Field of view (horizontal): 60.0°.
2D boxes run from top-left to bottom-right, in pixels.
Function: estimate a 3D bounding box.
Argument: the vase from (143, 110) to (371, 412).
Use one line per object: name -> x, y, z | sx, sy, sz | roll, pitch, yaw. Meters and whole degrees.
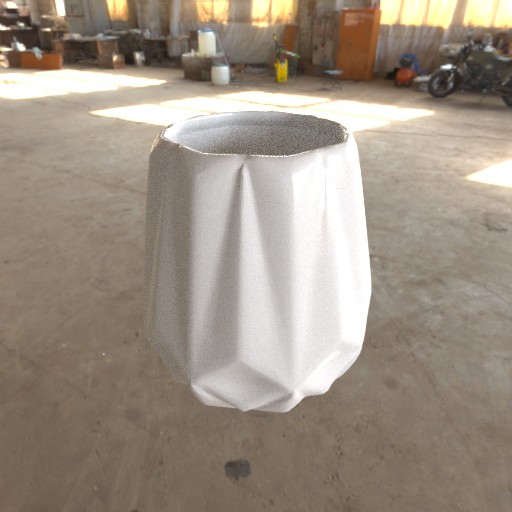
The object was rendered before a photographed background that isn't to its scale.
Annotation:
vase -> 0.000, 0.000, 0.267 | 0.141, 0.152, 0.141 | 0, 30, 0
